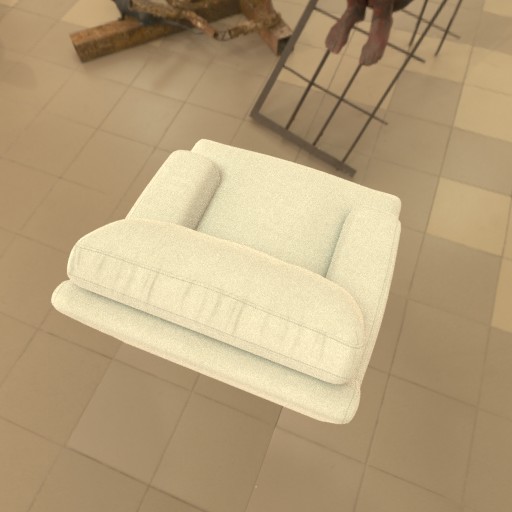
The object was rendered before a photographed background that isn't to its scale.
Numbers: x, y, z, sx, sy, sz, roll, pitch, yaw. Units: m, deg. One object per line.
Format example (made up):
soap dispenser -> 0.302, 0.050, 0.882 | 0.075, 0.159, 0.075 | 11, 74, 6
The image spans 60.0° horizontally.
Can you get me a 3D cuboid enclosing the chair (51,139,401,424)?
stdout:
chair -> 0.000, 0.000, 1.920 | 1.140, 0.930, 1.158 | 19, 64, 10
